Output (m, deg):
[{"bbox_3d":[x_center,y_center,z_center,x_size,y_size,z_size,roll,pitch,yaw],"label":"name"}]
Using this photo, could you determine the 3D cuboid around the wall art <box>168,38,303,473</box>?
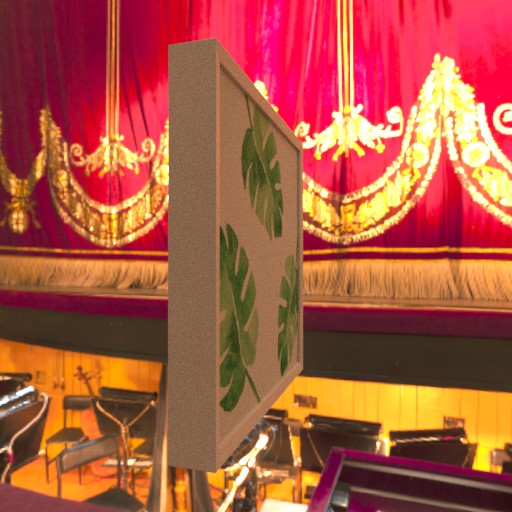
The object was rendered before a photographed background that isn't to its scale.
[{"bbox_3d":[0.000,0.000,0.461,0.038,0.305,0.305,0,0,18],"label":"wall art"}]
